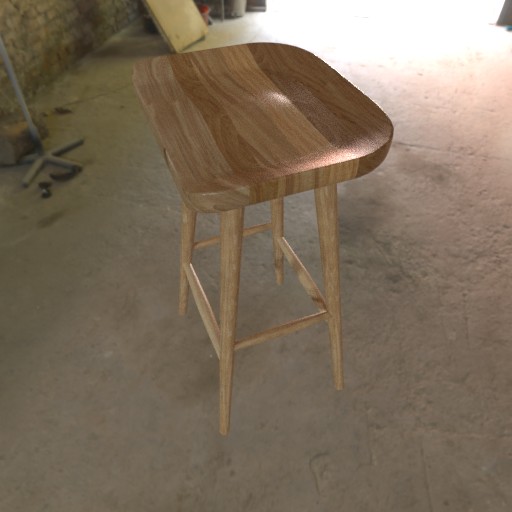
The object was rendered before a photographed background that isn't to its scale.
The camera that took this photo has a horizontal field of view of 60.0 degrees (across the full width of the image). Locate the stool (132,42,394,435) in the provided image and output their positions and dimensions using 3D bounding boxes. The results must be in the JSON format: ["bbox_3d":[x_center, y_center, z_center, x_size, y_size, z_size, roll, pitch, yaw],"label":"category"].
[{"bbox_3d":[0.000,0.000,0.925,0.322,0.698,0.407,-16,48,-15],"label":"stool"}]
